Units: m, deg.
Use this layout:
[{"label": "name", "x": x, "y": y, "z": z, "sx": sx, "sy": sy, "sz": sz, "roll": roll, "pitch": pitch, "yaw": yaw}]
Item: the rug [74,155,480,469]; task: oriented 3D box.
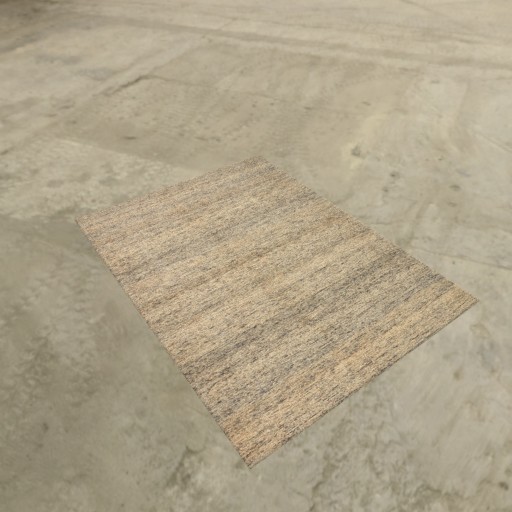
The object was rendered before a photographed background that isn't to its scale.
[{"label": "rug", "x": 0.000, "y": 0.000, "z": 4.230, "sx": 2.414, "sy": 0.036, "sz": 3.199, "roll": -25, "pitch": 47, "yaw": -26}]
